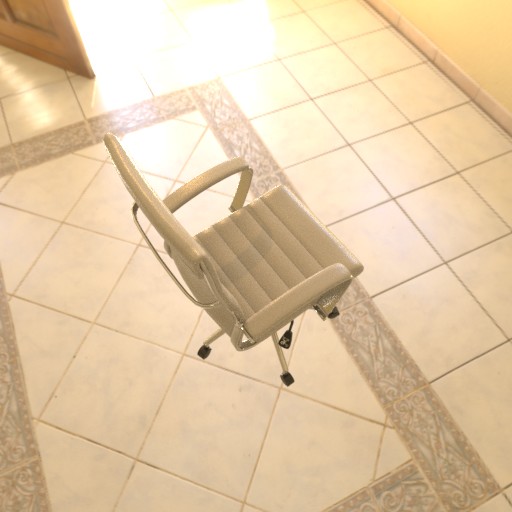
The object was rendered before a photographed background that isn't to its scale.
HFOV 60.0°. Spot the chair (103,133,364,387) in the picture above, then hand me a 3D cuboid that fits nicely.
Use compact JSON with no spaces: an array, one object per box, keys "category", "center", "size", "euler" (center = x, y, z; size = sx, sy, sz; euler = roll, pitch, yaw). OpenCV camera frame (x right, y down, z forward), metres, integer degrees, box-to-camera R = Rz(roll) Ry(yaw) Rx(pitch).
[{"category":"chair","center":[0.000,0.000,1.578],"size":[0.667,1.149,0.679],"euler":[-31,64,-17]}]
